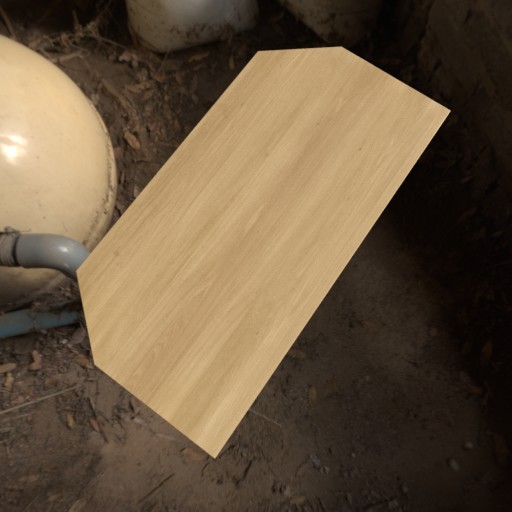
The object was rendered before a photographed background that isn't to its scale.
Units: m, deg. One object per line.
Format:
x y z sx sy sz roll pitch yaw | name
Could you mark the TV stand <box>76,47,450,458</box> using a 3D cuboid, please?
0.000 0.000 1.278 0.425 0.781 0.851 35 78 8 | TV stand
